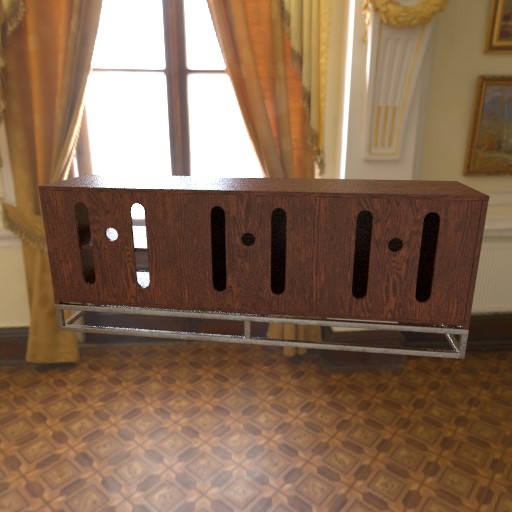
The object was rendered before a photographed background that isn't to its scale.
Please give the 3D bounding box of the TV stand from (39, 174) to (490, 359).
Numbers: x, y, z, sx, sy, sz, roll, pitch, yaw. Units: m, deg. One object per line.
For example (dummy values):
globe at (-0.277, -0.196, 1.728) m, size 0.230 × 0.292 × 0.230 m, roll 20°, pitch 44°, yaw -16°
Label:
TV stand at (0.000, 0.000, 1.764) m, size 1.541 × 0.578 × 0.382 m, roll 2°, pitch 17°, yaw 8°
